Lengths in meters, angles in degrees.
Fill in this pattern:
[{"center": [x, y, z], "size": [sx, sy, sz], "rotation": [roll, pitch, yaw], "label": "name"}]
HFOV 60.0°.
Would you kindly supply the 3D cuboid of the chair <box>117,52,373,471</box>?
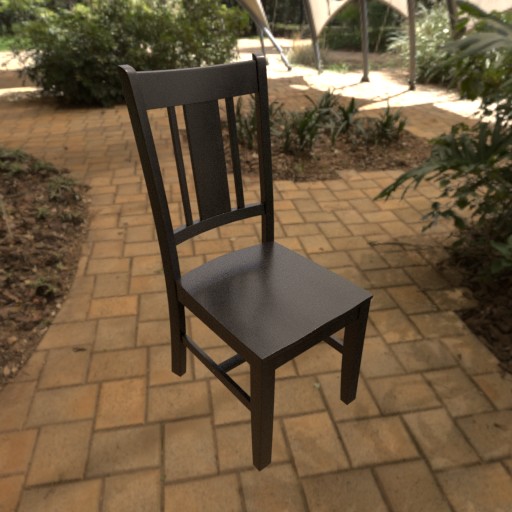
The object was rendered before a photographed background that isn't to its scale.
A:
[{"center": [0.000, 0.000, 1.271], "size": [0.450, 0.998, 0.555], "rotation": [-22, 37, -33], "label": "chair"}]
